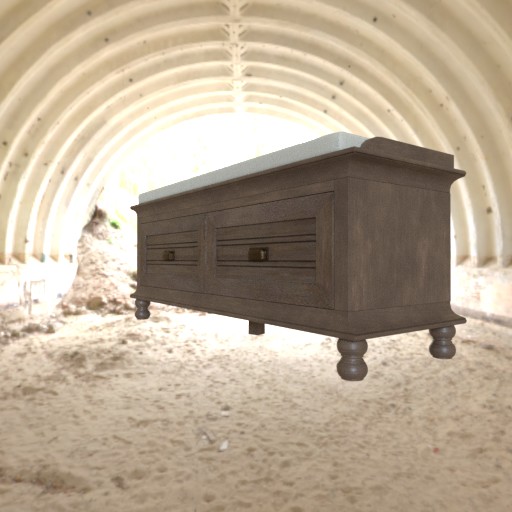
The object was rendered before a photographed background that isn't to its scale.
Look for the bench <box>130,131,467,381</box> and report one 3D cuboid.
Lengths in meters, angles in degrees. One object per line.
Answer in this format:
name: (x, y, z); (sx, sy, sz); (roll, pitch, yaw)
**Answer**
bench: (0.000, 0.000, 1.435); (0.402, 0.501, 1.185); (0, -1, -36)
